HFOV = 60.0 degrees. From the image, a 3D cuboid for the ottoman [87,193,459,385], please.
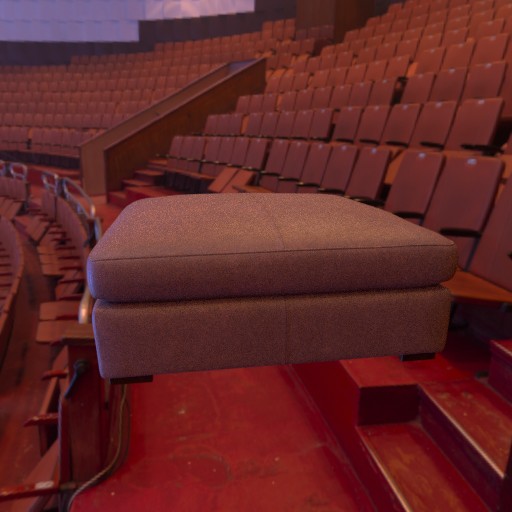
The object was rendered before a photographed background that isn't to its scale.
[{"bbox_3d":[0.000,0.000,1.888,1.168,0.490,1.168,-2,15,-9],"label":"ottoman"}]
